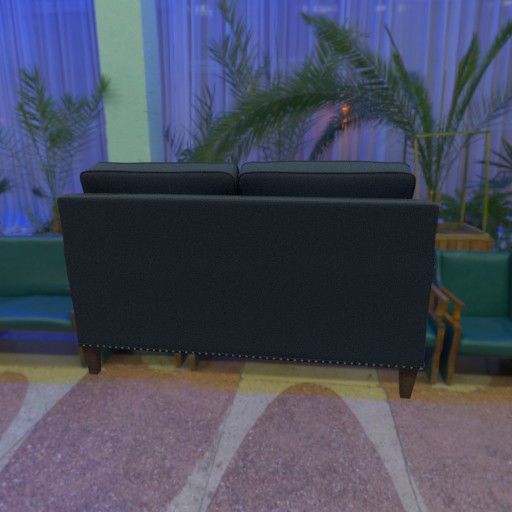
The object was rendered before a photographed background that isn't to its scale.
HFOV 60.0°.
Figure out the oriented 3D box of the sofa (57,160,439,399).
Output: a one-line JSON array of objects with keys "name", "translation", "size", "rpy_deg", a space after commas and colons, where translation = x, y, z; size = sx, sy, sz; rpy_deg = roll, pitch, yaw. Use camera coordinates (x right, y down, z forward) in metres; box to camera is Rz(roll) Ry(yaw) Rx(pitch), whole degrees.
[{"name": "sofa", "translation": [0.000, 0.000, 2.301], "size": [1.597, 1.003, 1.084], "rpy_deg": [2, 15, 8]}]
